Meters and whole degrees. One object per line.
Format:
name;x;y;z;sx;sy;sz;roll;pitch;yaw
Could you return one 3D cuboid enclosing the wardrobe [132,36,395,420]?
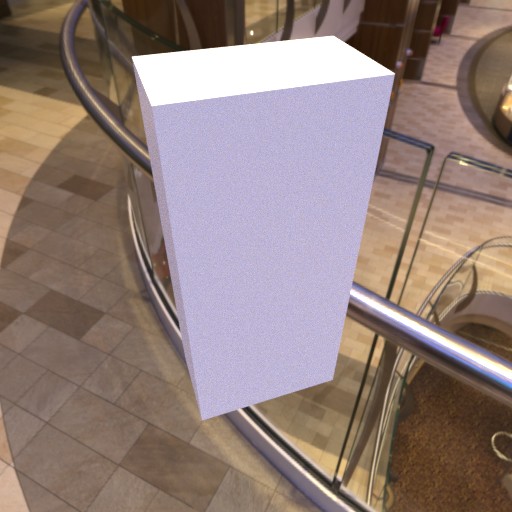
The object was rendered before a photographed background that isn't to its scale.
wardrobe;0.000;0.000;2.026;0.760;1.700;0.470;-13;43;-14
